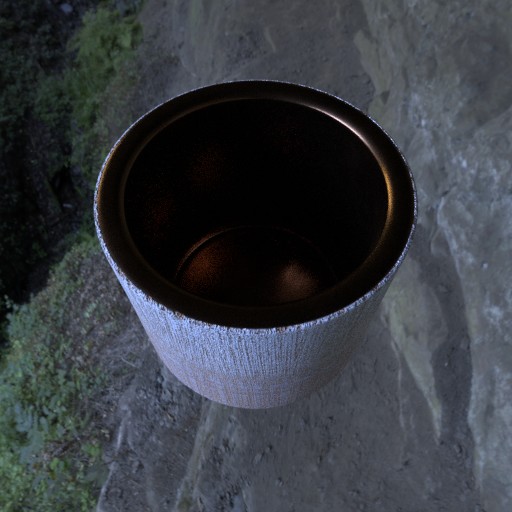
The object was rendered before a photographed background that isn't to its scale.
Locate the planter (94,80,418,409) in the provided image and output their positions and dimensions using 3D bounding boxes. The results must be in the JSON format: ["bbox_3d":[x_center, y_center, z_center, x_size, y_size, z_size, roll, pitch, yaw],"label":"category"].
[{"bbox_3d":[0.000,0.000,0.188,0.109,0.096,0.109,0,59,0],"label":"planter"}]
